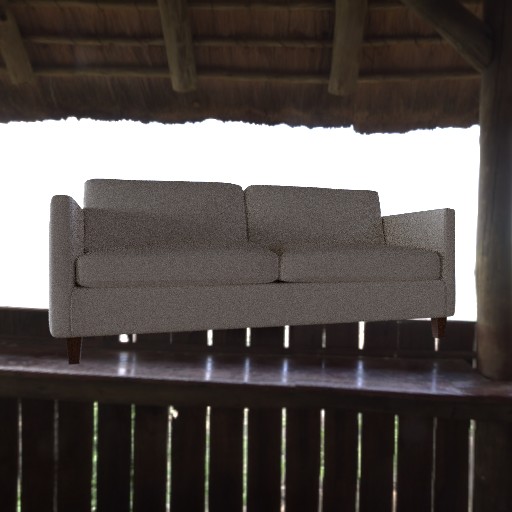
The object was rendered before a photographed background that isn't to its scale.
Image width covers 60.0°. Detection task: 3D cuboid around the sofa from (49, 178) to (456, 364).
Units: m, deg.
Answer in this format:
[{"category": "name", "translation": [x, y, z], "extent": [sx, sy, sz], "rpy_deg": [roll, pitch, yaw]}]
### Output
[{"category": "sofa", "translation": [0.000, 0.000, 2.612], "extent": [2.139, 0.933, 0.924], "rpy_deg": [0, 1, -17]}]
